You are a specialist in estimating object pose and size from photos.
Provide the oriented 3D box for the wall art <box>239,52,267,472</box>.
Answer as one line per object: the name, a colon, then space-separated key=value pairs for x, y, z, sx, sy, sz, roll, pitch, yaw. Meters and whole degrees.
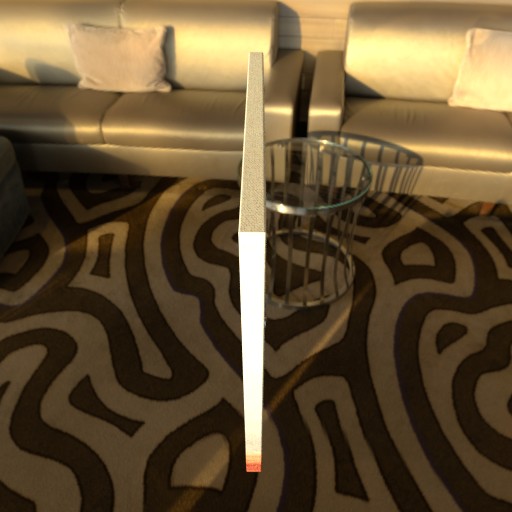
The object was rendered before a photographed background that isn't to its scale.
wall art: x=0.000 y=0.000 z=0.902 sx=0.034 sy=0.605 sz=0.605 roll=0 pitch=42 yaw=0
